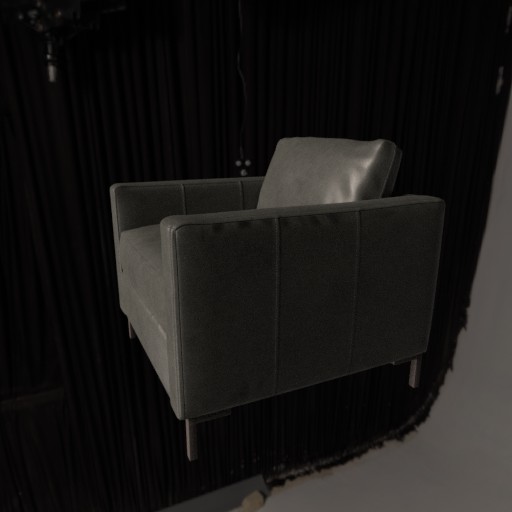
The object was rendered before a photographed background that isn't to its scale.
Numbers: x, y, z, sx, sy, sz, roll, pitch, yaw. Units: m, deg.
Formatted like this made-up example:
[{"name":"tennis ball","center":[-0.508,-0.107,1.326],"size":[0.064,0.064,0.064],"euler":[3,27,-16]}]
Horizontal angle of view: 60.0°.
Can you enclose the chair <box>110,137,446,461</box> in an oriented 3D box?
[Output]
[{"name":"chair","center":[0.000,0.000,1.526],"size":[0.861,0.824,0.967],"euler":[-7,17,-25]}]
